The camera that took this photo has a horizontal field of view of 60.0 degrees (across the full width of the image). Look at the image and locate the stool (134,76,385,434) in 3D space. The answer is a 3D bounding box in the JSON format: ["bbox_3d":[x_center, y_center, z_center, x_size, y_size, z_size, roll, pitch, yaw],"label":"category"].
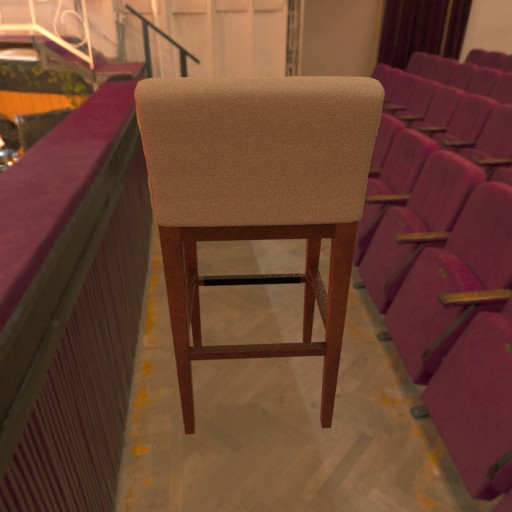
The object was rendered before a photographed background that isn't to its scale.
[{"bbox_3d":[0.000,0.000,1.317,0.511,1.037,0.500,-1,29,-3],"label":"stool"}]
